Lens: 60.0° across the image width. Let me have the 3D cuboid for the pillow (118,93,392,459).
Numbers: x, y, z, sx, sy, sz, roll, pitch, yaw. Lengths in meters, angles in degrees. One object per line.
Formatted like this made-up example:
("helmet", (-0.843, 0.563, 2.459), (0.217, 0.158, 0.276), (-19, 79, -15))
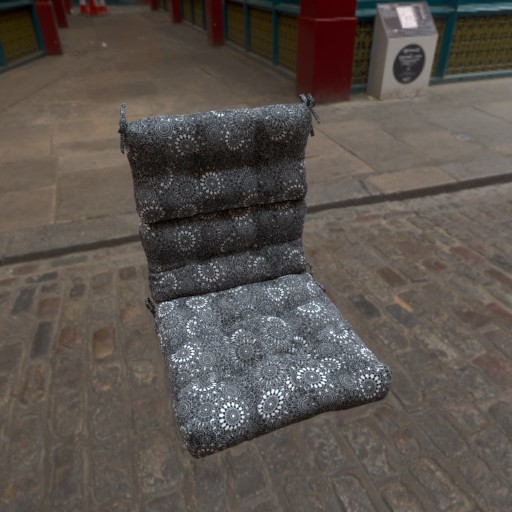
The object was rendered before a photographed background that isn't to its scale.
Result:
("pillow", (0.000, 0.000, 1.027), (0.519, 0.605, 0.571), (-11, 35, -16))
